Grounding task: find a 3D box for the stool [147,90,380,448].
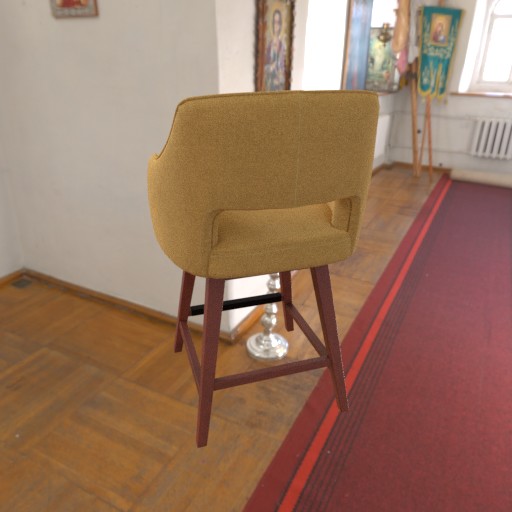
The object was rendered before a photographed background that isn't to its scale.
[{"bbox_3d":[0.000,0.000,1.261,0.548,0.924,0.558,-8,26,-16],"label":"stool"}]
